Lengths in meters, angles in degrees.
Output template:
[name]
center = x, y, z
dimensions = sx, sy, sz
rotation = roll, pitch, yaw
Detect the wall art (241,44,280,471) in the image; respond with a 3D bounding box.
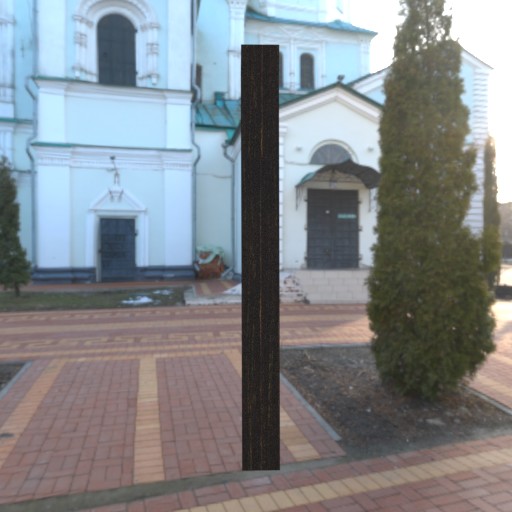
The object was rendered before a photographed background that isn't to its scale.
[wall art]
center = 0.000, 0.000, 0.534
dimensions = 0.031, 0.330, 0.381
rotation = 0, 1, -1
